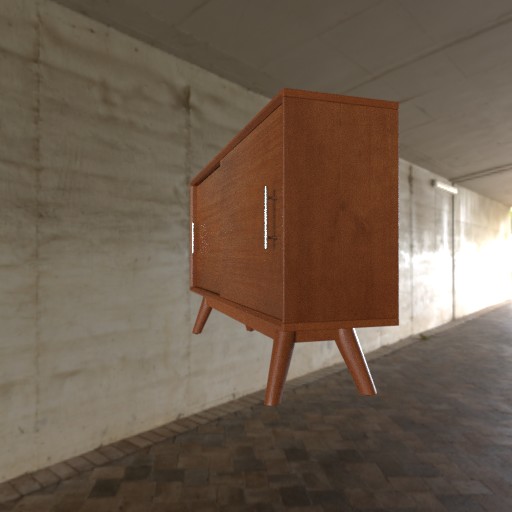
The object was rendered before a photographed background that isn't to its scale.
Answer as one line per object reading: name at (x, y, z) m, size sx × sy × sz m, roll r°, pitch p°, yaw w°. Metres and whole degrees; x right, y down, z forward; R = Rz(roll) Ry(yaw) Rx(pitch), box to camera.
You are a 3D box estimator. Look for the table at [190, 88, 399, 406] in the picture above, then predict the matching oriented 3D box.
table at (0.000, 0.000, 1.542) m, size 0.308 × 0.698 × 1.220 m, roll 0°, pitch 0°, yaw -18°
